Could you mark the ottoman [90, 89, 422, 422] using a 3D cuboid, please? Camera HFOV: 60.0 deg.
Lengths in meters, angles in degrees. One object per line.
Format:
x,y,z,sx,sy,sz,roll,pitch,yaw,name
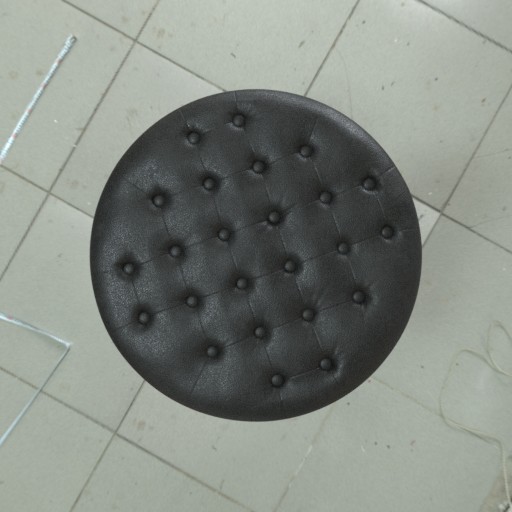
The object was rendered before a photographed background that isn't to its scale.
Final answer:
0.000,0.000,1.031,0.637,0.442,0.637,0,89,0,ottoman
